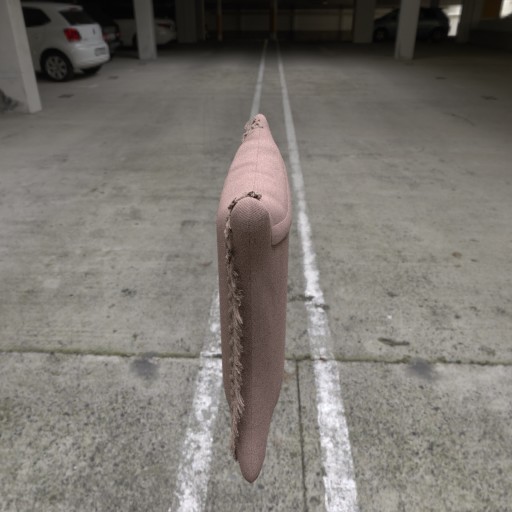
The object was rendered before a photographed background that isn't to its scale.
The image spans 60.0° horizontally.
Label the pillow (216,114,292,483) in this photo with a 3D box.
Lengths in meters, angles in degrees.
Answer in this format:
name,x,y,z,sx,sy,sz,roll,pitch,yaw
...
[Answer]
name,x,y,z,sx,sy,sz,roll,pitch,yaw
pillow,0.000,0.000,0.587,0.084,0.305,0.466,1,26,1
